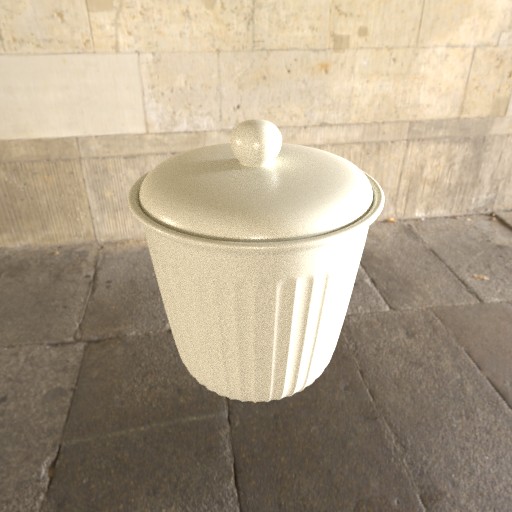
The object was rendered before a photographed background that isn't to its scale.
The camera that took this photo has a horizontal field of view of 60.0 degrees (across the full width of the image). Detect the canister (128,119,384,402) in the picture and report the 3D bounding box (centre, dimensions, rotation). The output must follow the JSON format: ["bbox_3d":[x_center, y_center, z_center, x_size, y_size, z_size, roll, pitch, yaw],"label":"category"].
[{"bbox_3d":[0.000,0.000,0.351,0.181,0.211,0.181,0,30,0],"label":"canister"}]
